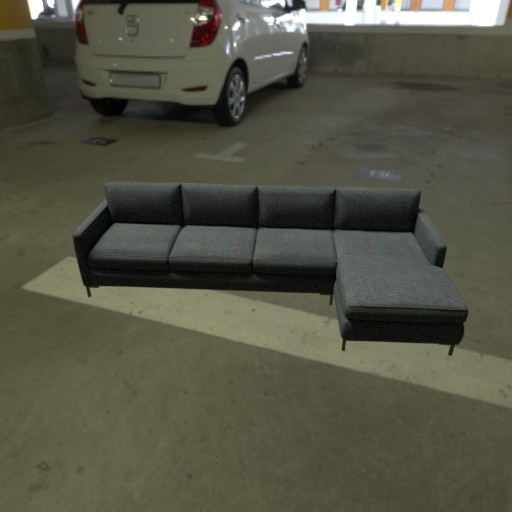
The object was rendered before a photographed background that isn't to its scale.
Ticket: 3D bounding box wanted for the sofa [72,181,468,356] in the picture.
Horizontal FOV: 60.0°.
[{"bbox_3d":[0.000,0.000,3.566,2.932,0.810,1.350,2,30,3],"label":"sofa"}]
